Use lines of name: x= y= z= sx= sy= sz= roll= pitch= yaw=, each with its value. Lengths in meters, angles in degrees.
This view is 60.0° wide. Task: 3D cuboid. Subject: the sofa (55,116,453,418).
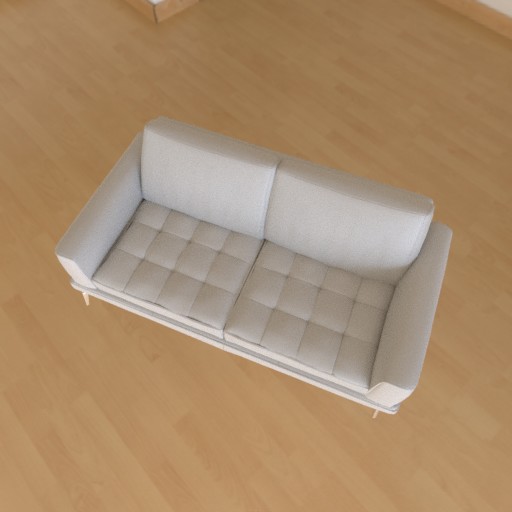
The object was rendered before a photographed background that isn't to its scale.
sofa: x=0.000 y=0.000 z=2.727 sx=2.177 sy=0.930 sz=1.121 roll=19 pitch=62 yaw=11
